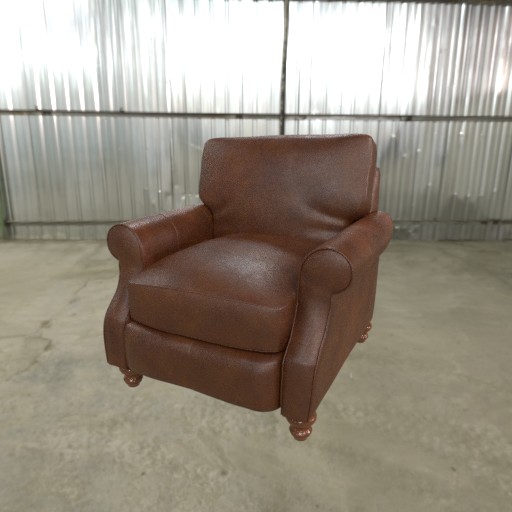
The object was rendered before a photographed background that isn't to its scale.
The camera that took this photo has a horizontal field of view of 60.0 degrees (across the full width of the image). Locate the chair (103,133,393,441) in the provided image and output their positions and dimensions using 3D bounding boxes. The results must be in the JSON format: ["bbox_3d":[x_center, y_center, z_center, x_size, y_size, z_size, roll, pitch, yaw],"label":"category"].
[{"bbox_3d":[0.000,0.000,1.823,0.989,0.972,0.992,8,17,26],"label":"chair"}]
